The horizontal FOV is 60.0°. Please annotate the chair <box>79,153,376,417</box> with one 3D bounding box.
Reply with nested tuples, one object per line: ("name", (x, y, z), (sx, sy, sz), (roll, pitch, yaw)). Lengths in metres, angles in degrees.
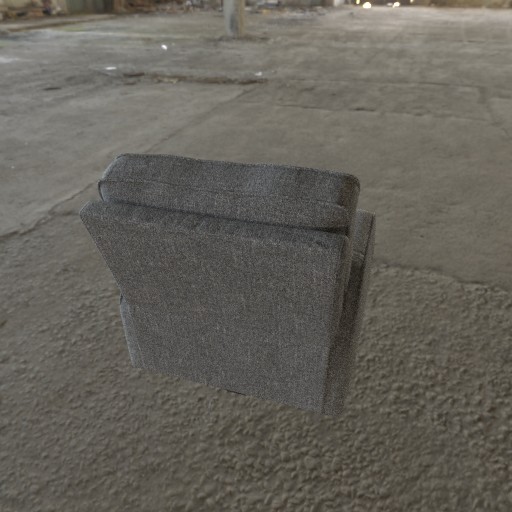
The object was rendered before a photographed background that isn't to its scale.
("chair", (0.000, 0.000, 1.709), (0.861, 0.962, 0.964), (9, 33, 15))
